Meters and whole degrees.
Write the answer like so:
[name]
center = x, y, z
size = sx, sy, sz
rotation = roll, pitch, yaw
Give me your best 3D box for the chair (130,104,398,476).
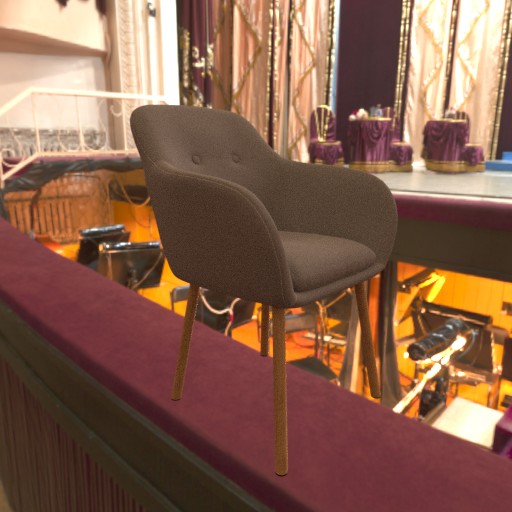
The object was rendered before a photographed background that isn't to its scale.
[chair]
center = 0.000, 0.000, 1.236
size = 0.590, 0.830, 0.570
rotation = 12, 18, 42
